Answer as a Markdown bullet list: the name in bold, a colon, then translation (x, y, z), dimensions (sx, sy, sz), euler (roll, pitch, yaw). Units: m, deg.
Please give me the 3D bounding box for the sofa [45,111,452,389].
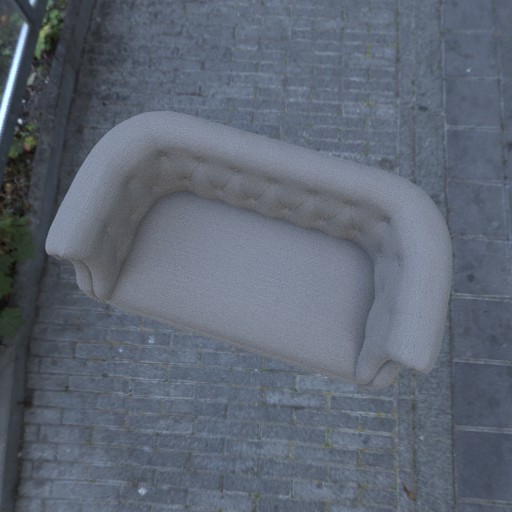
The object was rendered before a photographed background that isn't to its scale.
- **sofa**: translation (0.000, 0.000, 2.061), dimensions (1.558, 0.827, 0.835), euler (17, 76, 4)
